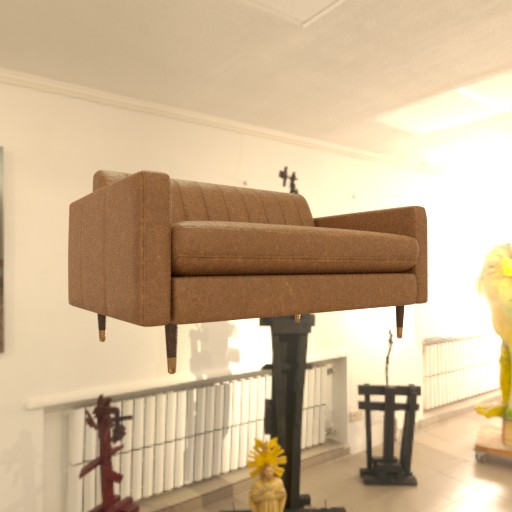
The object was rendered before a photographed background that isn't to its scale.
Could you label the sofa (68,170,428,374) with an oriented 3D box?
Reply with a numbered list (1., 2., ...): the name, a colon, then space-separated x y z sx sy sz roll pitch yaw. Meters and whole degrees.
1. sofa: 0.000 0.000 2.162 1.549 0.820 0.960 1 -1 -36
